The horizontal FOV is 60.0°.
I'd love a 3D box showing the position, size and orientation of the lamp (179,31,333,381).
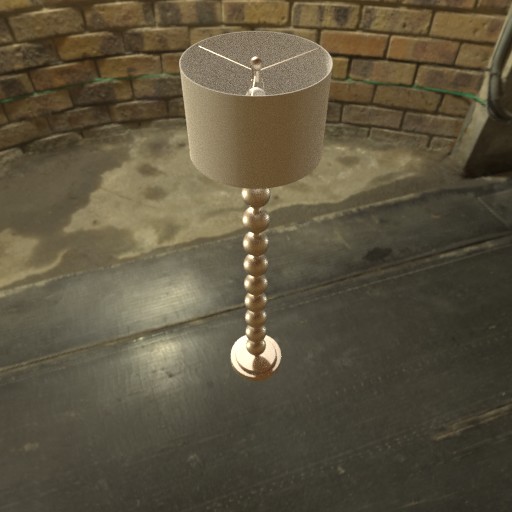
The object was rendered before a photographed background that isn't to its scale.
[{"bbox_3d":[0.000,0.000,1.666,0.394,1.474,0.394,25,51,22],"label":"lamp"}]
